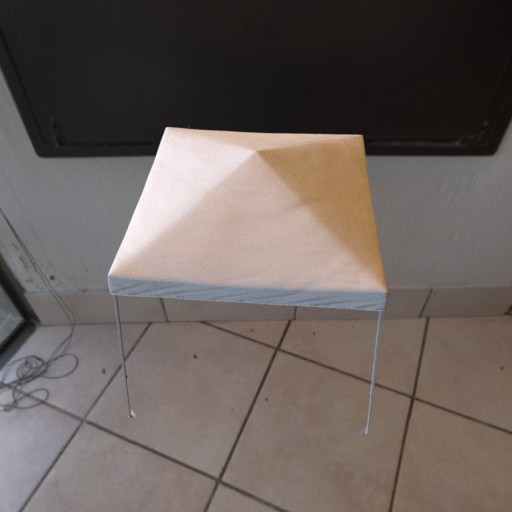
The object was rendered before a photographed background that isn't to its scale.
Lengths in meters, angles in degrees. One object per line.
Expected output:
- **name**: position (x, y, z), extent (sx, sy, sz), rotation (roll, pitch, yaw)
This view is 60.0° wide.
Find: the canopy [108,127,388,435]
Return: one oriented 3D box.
- **canopy**: position (0.000, 0.000, 5.142), extent (2.849, 2.849, 2.848), rotation (3, 47, 3)
